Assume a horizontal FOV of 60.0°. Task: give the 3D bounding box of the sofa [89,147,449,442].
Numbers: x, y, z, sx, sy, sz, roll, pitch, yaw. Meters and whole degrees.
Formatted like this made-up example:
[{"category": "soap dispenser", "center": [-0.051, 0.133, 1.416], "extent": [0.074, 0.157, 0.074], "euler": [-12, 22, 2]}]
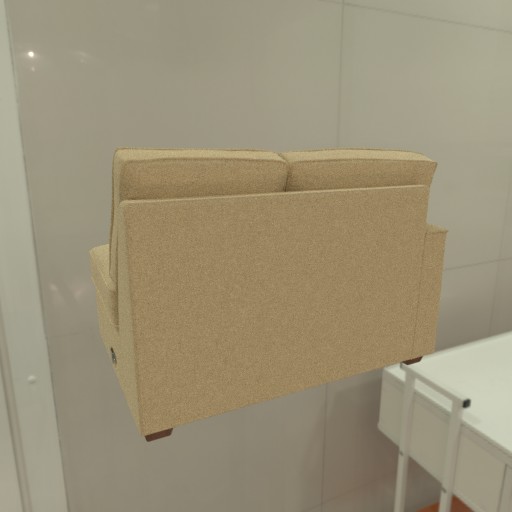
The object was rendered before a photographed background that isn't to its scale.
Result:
[{"category": "sofa", "center": [0.000, 0.000, 2.059], "extent": [1.388, 0.989, 0.991], "euler": [-7, 16, -26]}]
